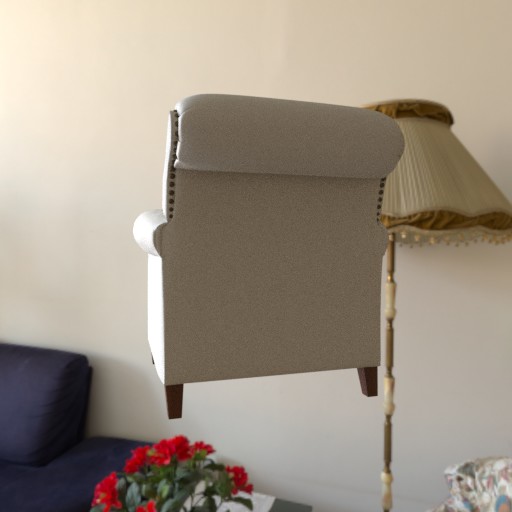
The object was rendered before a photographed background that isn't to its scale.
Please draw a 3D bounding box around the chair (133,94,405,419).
[{"bbox_3d":[0.000,0.000,1.629,0.854,0.927,0.890,0,2,-17],"label":"chair"}]
